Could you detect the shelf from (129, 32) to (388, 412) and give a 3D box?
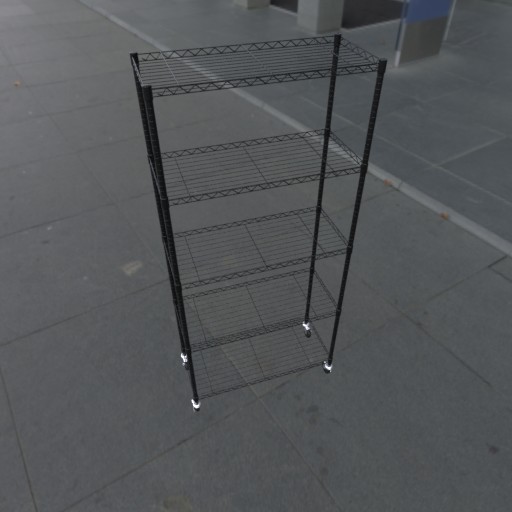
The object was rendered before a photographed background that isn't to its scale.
[{"bbox_3d":[0.000,0.000,1.919,0.762,1.645,0.356,-12,42,-14],"label":"shelf"}]
